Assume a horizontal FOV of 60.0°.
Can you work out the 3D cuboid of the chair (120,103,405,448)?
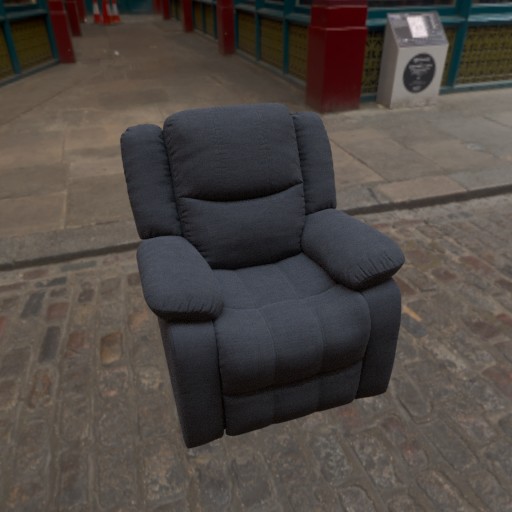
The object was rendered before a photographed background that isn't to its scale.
[{"bbox_3d":[0.000,0.000,1.744,0.899,1.008,0.944,-10,34,-15],"label":"chair"}]
